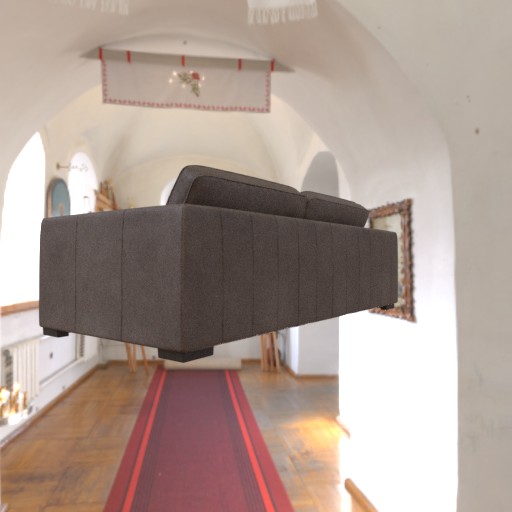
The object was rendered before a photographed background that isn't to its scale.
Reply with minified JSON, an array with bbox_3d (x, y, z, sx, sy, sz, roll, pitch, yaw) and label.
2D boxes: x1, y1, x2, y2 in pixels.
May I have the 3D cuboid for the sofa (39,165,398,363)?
[{"bbox_3d":[0.000,0.000,2.798,1.070,0.801,2.262,0,0,37],"label":"sofa"}]
